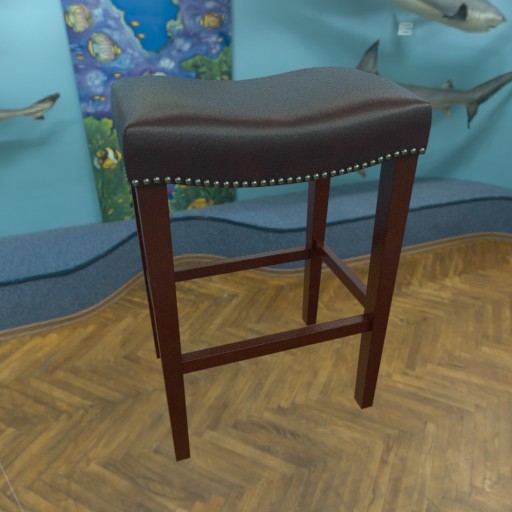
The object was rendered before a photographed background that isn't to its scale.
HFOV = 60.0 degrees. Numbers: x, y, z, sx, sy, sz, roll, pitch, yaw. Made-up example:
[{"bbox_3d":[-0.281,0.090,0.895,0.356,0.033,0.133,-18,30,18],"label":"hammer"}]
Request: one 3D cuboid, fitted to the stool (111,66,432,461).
[{"bbox_3d":[0.000,0.000,0.976,0.504,0.742,0.372,-10,32,-15],"label":"stool"}]
